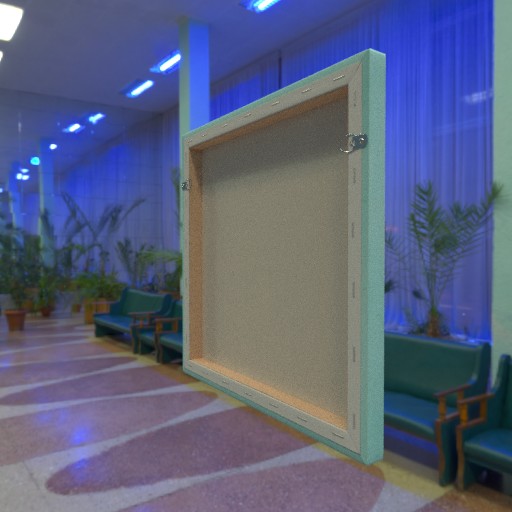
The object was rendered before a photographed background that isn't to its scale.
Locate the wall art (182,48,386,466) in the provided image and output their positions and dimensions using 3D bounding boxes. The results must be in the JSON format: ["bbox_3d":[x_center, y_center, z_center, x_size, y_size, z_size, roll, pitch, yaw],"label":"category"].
[{"bbox_3d":[0.000,0.000,1.130,0.054,0.766,0.765,-1,1,-36],"label":"wall art"}]
